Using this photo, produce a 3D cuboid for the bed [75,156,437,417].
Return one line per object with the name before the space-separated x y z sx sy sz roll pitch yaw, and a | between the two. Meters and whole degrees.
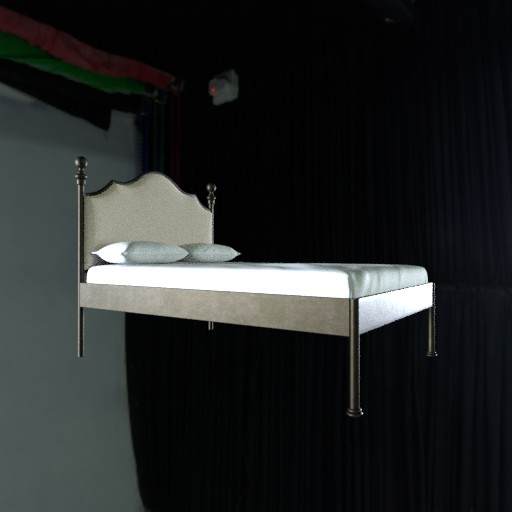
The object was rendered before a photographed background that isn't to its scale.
bed | 0.000 0.000 3.218 2.170 1.462 1.533 0 0 35
